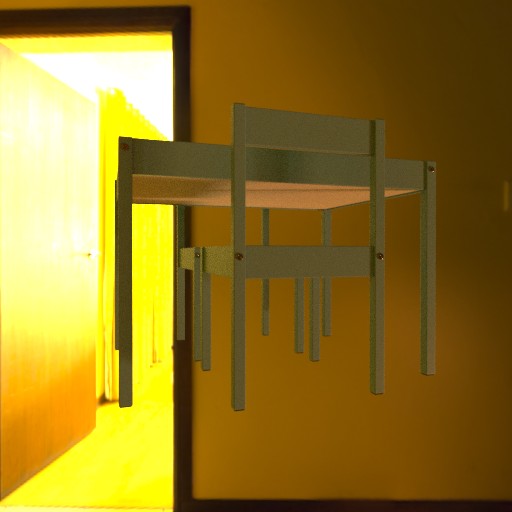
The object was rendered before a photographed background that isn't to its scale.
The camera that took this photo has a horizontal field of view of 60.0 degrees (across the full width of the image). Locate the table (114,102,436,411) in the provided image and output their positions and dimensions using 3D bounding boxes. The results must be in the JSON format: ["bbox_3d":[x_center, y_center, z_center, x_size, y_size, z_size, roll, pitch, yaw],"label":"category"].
[{"bbox_3d":[0.000,0.000,1.062,0.639,0.503,0.633,0,0,-18],"label":"table"}]
